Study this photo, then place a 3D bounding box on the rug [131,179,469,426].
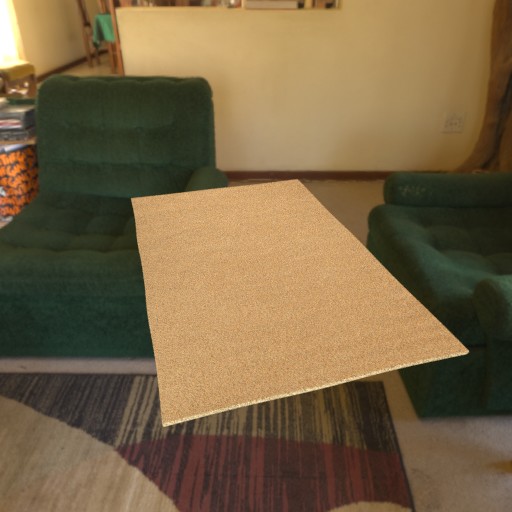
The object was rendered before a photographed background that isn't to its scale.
[{"bbox_3d":[0.000,0.000,2.971,1.500,0.025,2.346,-9,33,-14],"label":"rug"}]
